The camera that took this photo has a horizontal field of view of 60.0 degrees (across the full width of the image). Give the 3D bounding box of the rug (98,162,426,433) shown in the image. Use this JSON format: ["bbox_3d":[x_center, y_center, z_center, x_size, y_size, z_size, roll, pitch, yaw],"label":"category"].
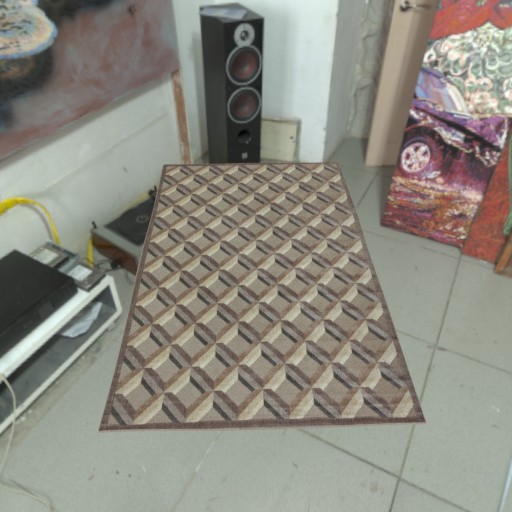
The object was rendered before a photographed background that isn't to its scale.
[{"bbox_3d":[0.000,0.000,2.053,1.066,0.011,1.677,-1,42,-1],"label":"rug"}]
